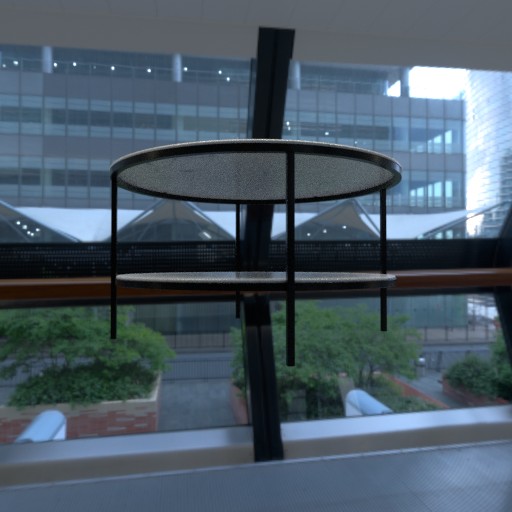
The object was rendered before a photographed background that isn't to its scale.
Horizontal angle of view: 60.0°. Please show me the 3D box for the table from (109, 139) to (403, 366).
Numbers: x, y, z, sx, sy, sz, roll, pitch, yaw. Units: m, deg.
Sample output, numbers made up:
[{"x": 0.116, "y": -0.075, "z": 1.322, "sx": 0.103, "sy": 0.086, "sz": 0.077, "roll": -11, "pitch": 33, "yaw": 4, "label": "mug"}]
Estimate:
[{"x": 0.000, "y": 0.000, "z": 1.270, "sx": 0.800, "sy": 0.450, "sz": 0.800, "roll": 0, "pitch": -1, "yaw": 0, "label": "table"}]
